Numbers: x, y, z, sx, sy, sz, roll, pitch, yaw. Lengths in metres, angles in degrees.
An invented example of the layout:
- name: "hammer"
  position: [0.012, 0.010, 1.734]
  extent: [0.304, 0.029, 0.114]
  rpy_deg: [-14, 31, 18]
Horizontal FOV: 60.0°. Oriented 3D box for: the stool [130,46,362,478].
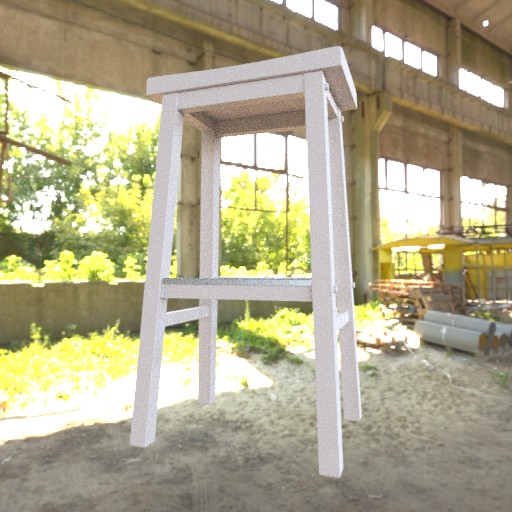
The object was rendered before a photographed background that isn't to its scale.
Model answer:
- name: "stool"
  position: [0.000, 0.000, 0.954]
  extent: [0.406, 0.742, 0.322]
  rpy_deg: [-1, -2, 20]
